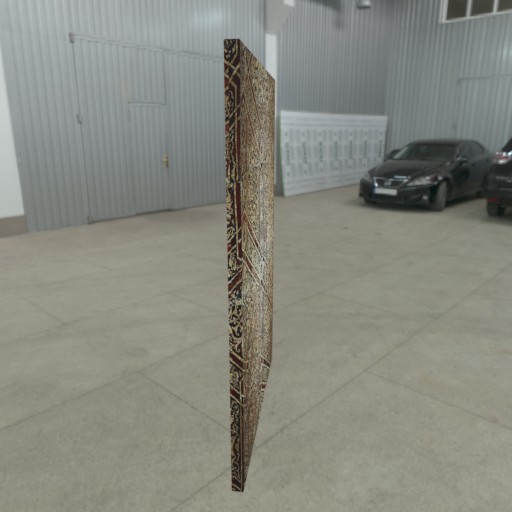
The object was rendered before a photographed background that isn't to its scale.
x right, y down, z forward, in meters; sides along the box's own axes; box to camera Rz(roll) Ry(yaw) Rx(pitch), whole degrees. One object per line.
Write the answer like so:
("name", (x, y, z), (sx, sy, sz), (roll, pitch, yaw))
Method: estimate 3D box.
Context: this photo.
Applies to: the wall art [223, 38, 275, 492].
("wall art", (0.000, 0.000, 1.134), (0.030, 0.904, 0.599), (2, 16, 8))
